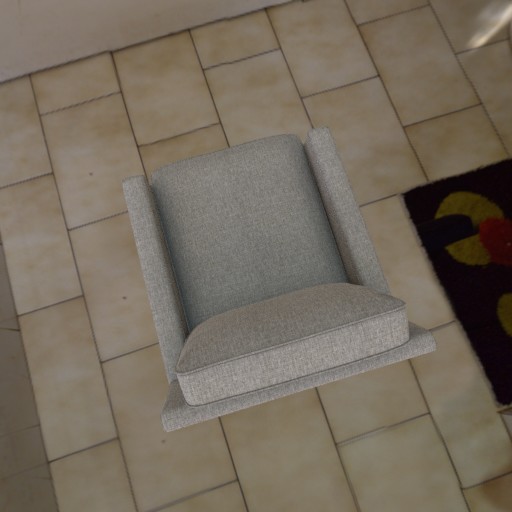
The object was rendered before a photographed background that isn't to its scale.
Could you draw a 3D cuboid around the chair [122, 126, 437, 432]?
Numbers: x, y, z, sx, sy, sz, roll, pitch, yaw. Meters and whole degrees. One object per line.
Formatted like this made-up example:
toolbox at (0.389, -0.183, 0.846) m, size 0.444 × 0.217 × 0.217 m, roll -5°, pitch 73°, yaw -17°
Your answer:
chair at (0.000, 0.000, 1.730) m, size 0.853 × 0.943 × 1.014 m, roll -16°, pitch 77°, yaw -4°
